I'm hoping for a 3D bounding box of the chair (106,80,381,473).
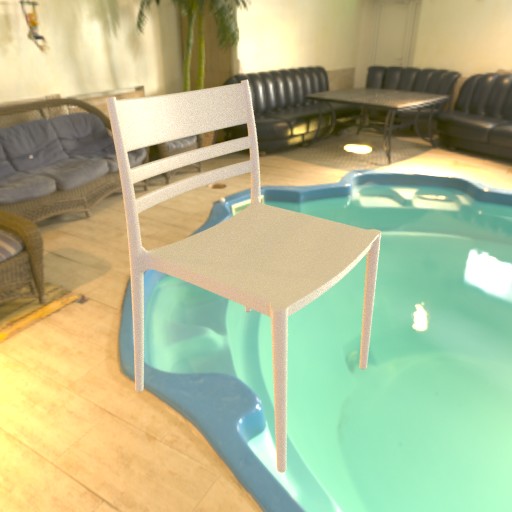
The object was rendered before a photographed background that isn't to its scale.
[{"bbox_3d":[0.000,0.000,1.154,0.511,0.800,0.531,19,33,33],"label":"chair"}]
